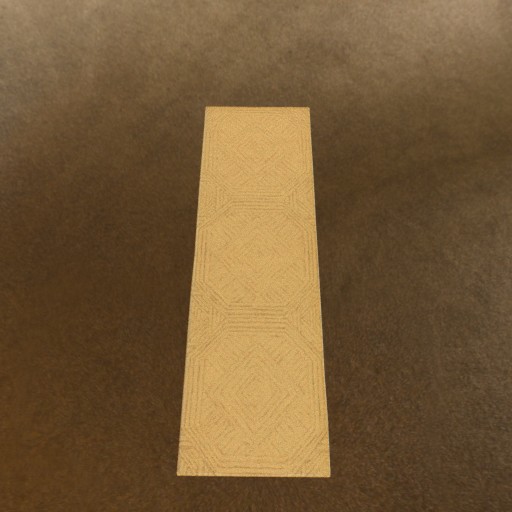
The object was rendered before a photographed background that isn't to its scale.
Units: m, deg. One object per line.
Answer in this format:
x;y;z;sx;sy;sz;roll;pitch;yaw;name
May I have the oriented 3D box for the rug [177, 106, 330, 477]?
0.000;0.000;2.754;0.775;0.012;2.452;0;64;0;rug
